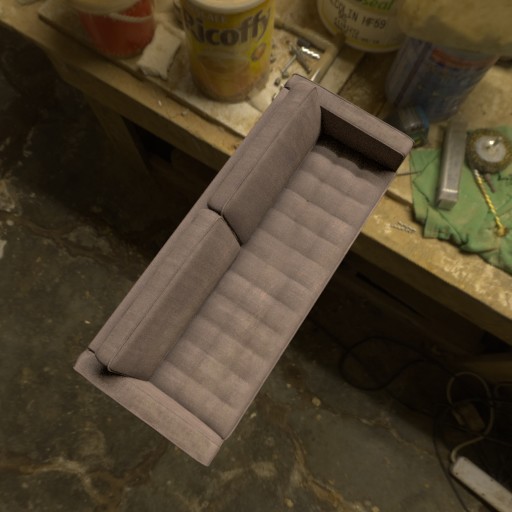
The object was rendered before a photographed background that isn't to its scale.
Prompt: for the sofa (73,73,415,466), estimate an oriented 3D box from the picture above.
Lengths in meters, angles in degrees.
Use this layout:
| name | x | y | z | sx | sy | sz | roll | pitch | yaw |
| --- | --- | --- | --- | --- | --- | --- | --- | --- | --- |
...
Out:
| name | x | y | z | sx | sy | sz | roll | pitch | yaw |
| --- | --- | --- | --- | --- | --- | --- | --- | --- | --- |
| sofa | 0.000 | 0.000 | 2.743 | 0.923 | 0.813 | 2.295 | 33 | 78 | 8 |
